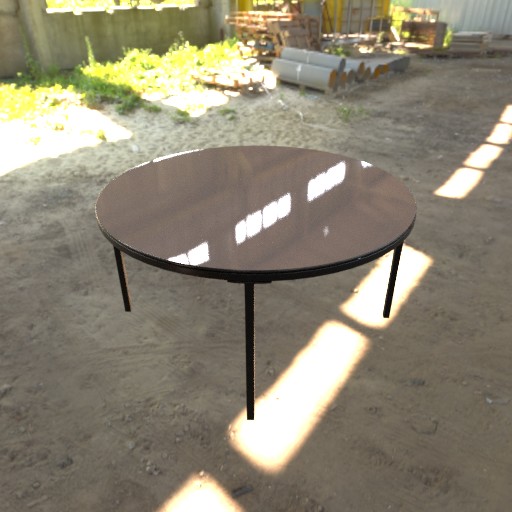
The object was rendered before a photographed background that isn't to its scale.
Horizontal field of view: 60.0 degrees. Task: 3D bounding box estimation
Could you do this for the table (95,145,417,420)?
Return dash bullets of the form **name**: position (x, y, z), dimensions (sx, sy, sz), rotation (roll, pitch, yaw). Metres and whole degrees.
- **table**: position (0.000, 0.000, 1.252), dimensions (0.800, 0.400, 0.800), rotation (0, 30, 0)
